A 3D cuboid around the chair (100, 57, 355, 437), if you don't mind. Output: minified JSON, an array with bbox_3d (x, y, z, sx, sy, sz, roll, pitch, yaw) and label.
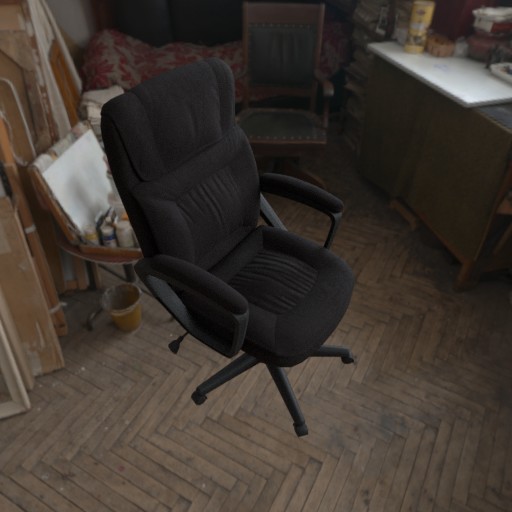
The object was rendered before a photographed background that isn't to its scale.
[{"bbox_3d":[0.000,0.000,1.508,0.724,1.105,0.667,25,47,25],"label":"chair"}]
